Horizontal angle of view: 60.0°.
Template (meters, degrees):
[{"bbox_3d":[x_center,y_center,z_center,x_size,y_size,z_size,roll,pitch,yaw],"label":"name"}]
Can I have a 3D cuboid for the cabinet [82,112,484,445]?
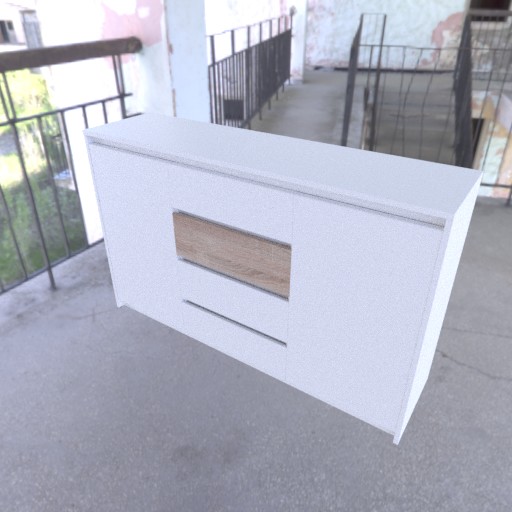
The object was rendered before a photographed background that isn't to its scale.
[{"bbox_3d":[0.000,0.000,1.818,1.450,0.900,0.380,19,35,29],"label":"cabinet"}]
